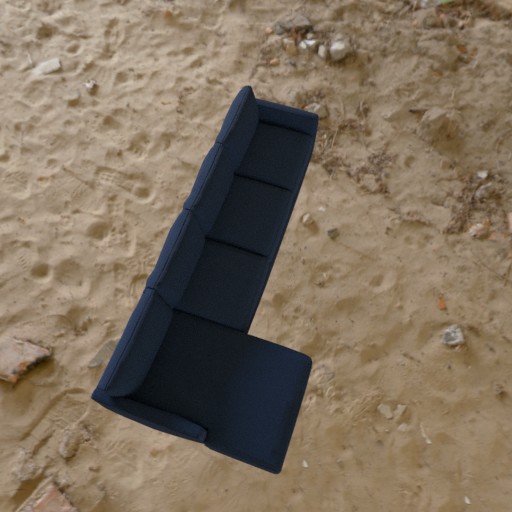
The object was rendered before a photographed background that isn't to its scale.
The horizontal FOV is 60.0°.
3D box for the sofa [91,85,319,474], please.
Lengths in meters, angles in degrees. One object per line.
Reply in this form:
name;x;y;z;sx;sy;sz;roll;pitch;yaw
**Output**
sofa;0.000;0.000;3.003;1.128;0.679;2.450;17;65;8
